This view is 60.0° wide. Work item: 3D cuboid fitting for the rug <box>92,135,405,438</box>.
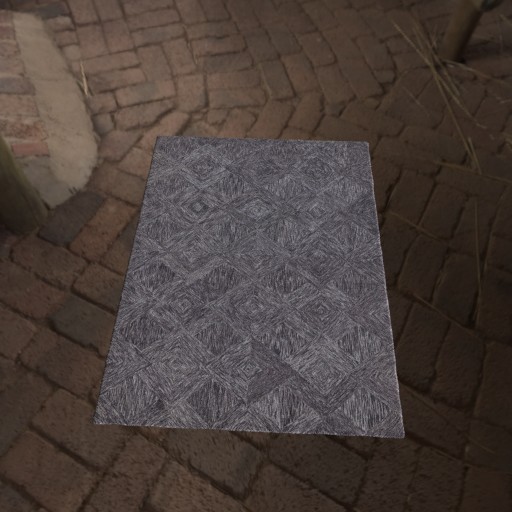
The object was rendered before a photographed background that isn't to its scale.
[{"bbox_3d":[0.000,0.000,4.287,2.448,0.017,3.204,2,58,1],"label":"rug"}]
